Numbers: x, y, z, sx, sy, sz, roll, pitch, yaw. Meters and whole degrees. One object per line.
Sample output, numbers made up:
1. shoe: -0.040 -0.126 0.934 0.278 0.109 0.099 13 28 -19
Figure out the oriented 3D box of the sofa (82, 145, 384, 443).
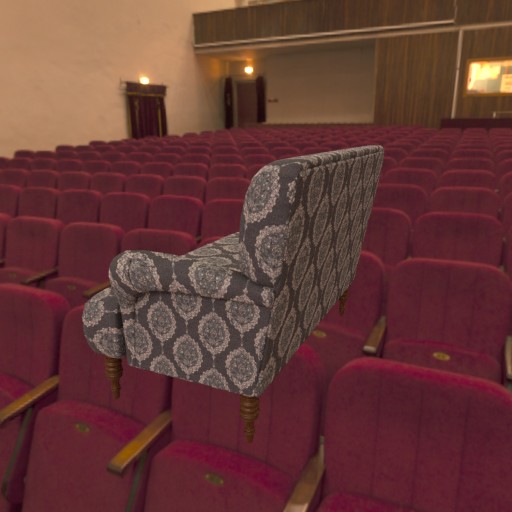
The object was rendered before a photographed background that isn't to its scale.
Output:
1. sofa: 0.000 0.000 1.831 0.779 0.867 1.297 8 18 25
